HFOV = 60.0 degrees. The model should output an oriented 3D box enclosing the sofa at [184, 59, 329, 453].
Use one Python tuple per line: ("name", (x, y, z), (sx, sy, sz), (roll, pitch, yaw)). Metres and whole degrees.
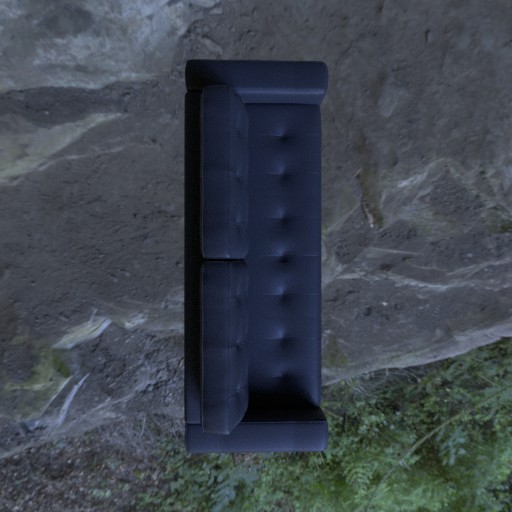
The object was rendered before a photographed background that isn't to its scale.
("sofa", (0.000, 0.000, 2.716), (0.833, 0.893, 2.275), (0, 90, -2))
